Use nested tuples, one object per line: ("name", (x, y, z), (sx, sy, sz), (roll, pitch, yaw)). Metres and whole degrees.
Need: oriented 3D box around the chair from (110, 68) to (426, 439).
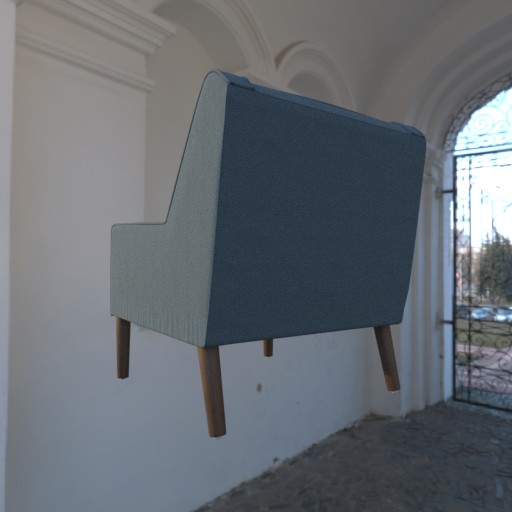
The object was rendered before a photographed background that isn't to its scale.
("chair", (0.000, 0.000, 1.326), (0.663, 0.780, 0.733), (1, -1, -35))
